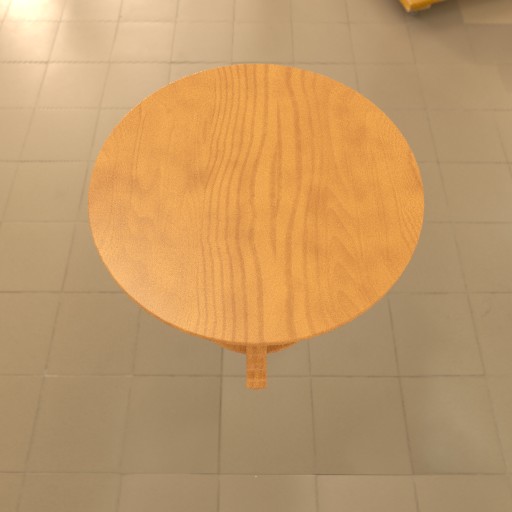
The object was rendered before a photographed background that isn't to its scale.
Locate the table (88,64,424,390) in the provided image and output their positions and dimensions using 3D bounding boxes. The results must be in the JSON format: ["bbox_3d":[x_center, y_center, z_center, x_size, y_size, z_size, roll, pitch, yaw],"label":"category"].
[{"bbox_3d":[0.000,0.000,1.068,0.597,0.612,0.597,0,64,0],"label":"table"}]
